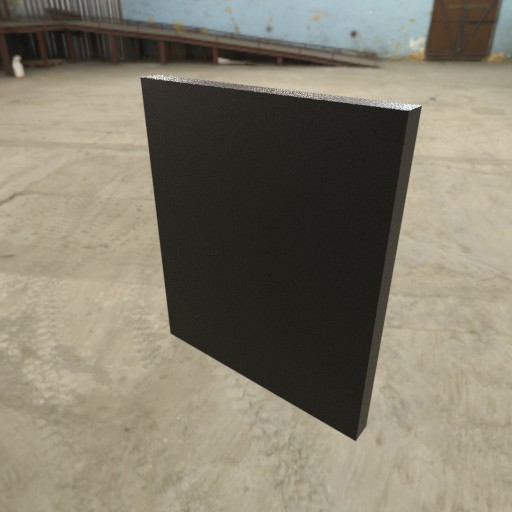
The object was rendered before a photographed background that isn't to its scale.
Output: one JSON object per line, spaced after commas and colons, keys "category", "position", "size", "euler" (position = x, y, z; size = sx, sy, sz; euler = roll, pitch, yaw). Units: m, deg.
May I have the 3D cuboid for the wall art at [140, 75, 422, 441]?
{"category": "wall art", "position": [0.000, 0.000, 0.534], "size": [0.325, 0.380, 0.028], "euler": [21, 35, 33]}
